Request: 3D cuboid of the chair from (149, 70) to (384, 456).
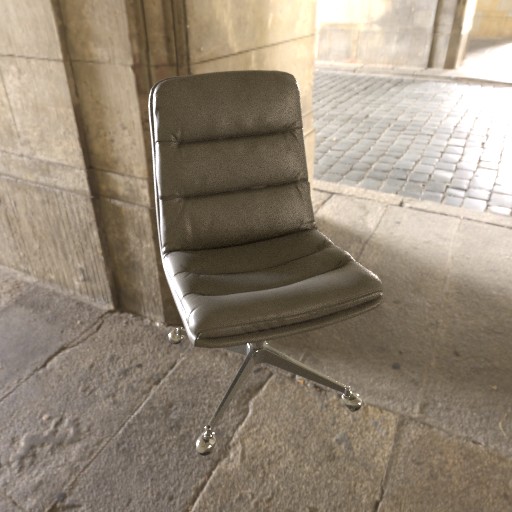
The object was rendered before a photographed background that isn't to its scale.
[{"bbox_3d":[0.000,0.000,1.025,0.422,0.738,0.485,-10,33,-16],"label":"chair"}]
